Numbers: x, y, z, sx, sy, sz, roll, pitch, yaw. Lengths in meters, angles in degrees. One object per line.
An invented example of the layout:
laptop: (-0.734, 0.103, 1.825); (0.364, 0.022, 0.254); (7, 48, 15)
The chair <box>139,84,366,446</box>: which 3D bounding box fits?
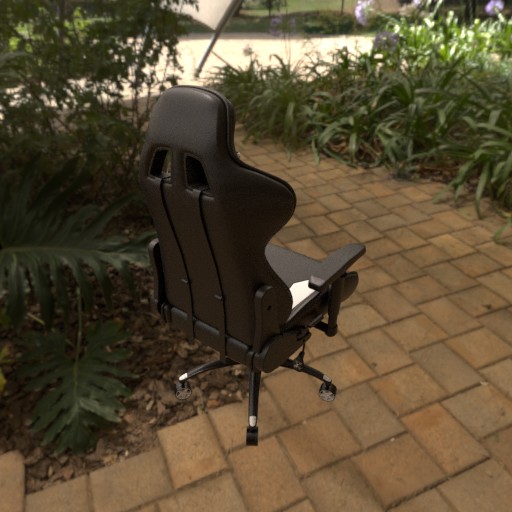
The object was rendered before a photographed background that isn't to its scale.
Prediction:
chair: (0.000, 0.000, 1.670); (0.730, 1.285, 0.695); (21, 37, 32)
